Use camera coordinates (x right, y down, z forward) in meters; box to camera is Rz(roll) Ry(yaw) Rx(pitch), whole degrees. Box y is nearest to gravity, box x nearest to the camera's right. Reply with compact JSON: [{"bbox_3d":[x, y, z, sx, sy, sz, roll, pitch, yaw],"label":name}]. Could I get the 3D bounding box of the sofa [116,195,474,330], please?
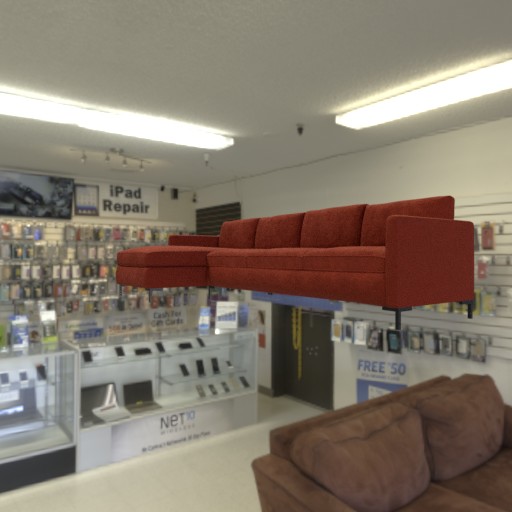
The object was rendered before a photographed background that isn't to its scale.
[{"bbox_3d":[0.000,0.000,3.005,1.136,0.663,2.467,0,0,-36],"label":"sofa"}]
